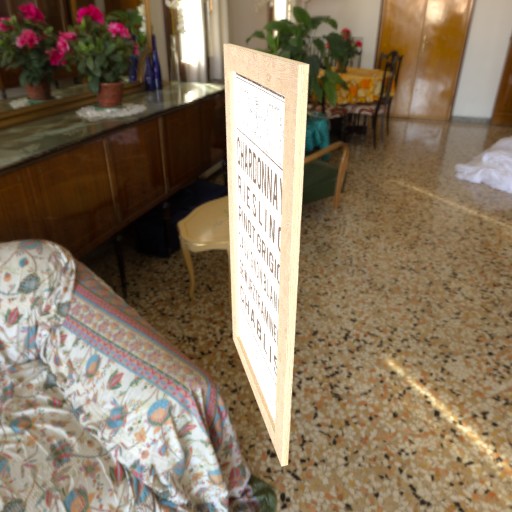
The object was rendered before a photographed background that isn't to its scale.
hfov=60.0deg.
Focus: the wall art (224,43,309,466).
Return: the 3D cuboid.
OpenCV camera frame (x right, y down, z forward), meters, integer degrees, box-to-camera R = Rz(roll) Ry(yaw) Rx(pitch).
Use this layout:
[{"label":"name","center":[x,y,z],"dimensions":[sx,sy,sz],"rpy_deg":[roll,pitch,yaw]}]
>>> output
[{"label":"wall art","center":[0.000,0.000,0.814],"dimensions":[0.013,0.683,0.381],"rpy_deg":[-8,30,-14]}]
